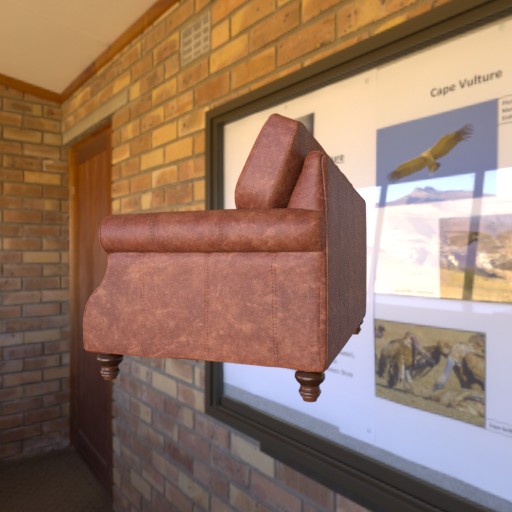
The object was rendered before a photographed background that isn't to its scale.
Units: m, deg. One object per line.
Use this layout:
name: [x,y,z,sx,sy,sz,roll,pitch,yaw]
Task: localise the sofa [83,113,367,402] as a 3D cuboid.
sofa: [0.000,0.000,2.261,0.990,0.967,1.616,0,0,19]
